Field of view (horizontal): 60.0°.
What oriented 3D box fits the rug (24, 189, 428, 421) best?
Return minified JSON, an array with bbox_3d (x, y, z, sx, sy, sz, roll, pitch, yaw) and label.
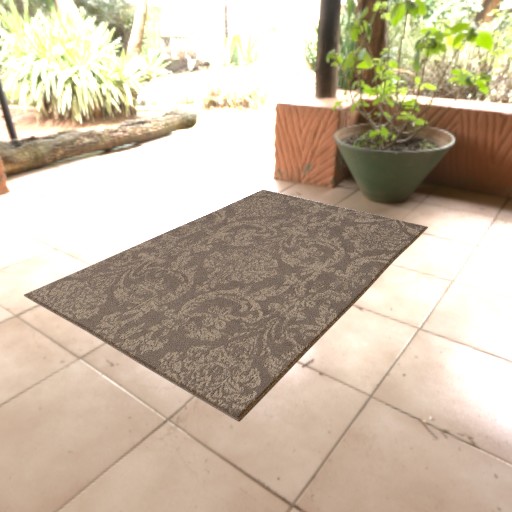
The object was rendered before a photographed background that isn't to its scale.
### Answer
[{"bbox_3d":[0.000,0.000,2.292,1.206,0.012,1.824,18,32,32],"label":"rug"}]
